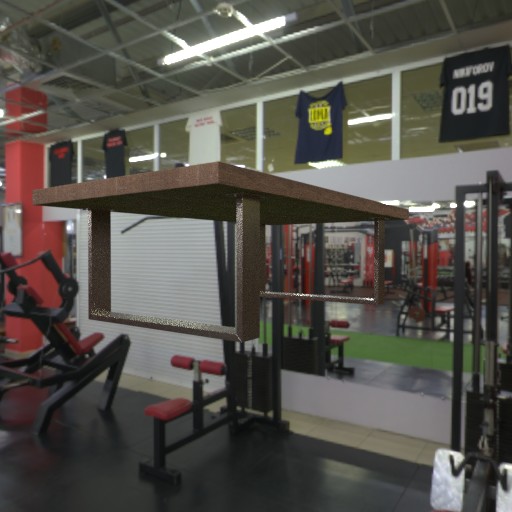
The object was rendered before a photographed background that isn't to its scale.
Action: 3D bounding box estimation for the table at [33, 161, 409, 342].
[{"bbox_3d":[0.000,0.000,1.790,0.800,0.440,1.400,0,1,36],"label":"table"}]
